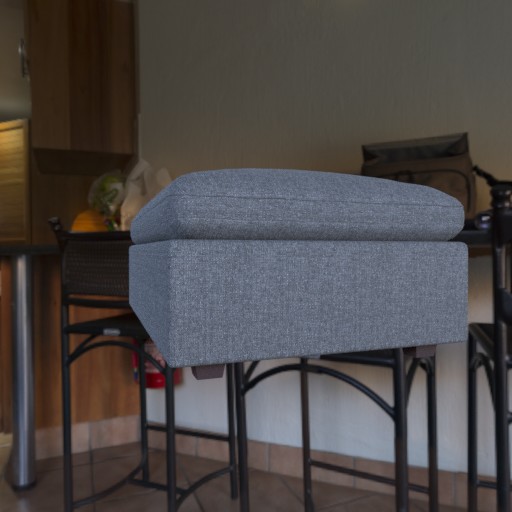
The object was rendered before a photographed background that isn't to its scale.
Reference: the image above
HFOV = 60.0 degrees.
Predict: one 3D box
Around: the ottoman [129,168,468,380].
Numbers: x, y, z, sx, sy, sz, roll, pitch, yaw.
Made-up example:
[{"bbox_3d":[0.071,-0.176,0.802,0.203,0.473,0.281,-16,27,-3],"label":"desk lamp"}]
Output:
[{"bbox_3d":[0.000,0.000,1.413,0.711,0.483,1.041,0,1,-20],"label":"ottoman"}]
